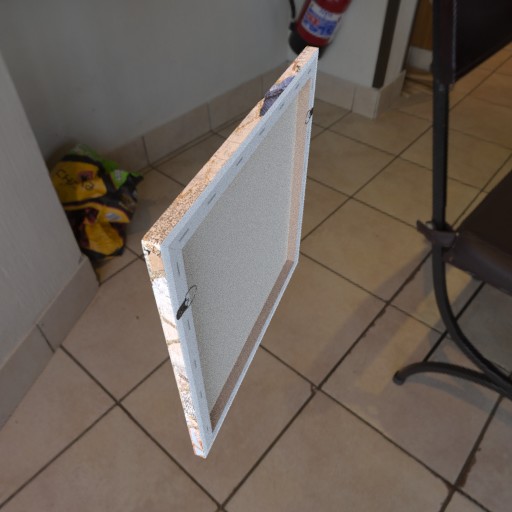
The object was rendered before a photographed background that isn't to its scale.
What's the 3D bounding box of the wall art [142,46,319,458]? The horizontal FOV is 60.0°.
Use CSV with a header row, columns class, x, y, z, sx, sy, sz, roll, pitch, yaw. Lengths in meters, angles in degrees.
class,x,y,z,sx,sy,sz,roll,pitch,yaw
wall art,0.000,0.000,1.340,0.039,0.914,0.912,16,47,15
